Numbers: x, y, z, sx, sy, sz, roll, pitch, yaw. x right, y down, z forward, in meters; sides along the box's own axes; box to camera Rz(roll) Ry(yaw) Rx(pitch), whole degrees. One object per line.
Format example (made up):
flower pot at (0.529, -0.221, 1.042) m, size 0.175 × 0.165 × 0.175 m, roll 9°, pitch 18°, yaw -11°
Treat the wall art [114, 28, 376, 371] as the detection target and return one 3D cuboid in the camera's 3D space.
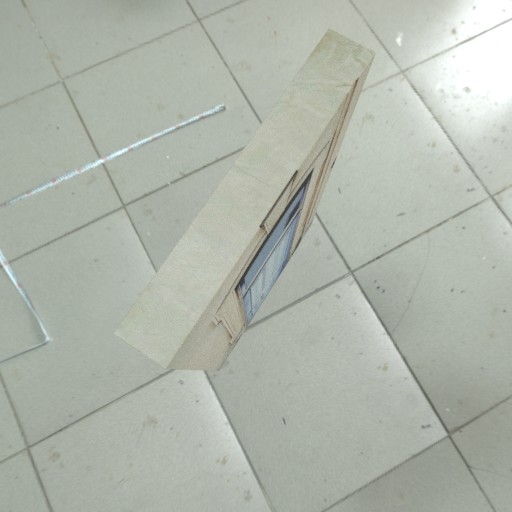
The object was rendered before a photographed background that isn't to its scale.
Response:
wall art at (0.000, 0.000, 0.469) m, size 0.038 × 0.381 × 0.254 m, roll 31°, pitch 78°, yaw 8°
